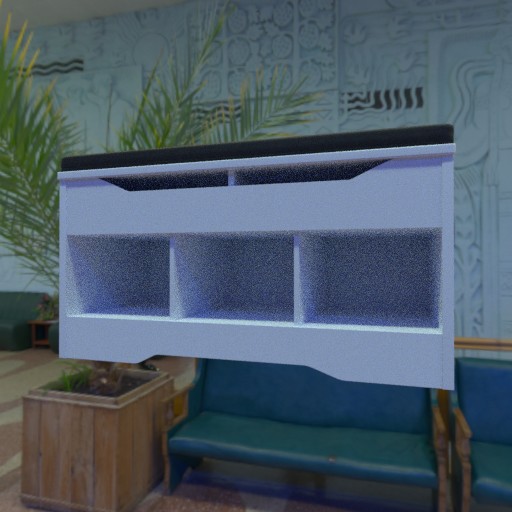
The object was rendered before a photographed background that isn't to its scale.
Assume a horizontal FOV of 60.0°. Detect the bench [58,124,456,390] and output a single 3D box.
[{"bbox_3d":[0.000,0.000,1.140,0.899,0.500,0.401,0,0,18],"label":"bench"}]
